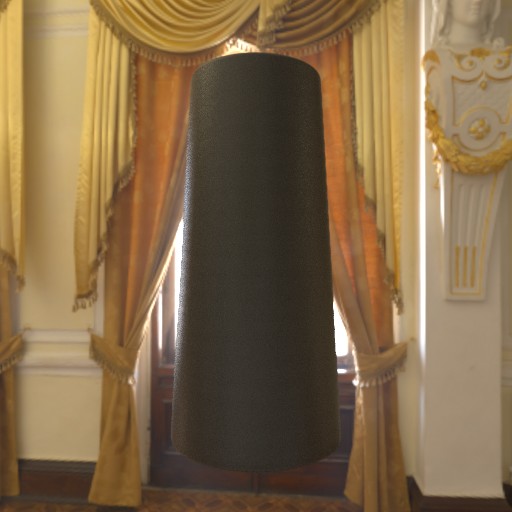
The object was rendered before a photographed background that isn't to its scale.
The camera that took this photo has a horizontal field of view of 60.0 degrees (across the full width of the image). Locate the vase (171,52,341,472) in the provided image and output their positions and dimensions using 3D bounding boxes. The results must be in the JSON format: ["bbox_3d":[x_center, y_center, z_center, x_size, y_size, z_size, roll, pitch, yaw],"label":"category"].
[{"bbox_3d":[0.000,0.000,0.364,0.136,0.289,0.136,0,0,18],"label":"vase"}]
